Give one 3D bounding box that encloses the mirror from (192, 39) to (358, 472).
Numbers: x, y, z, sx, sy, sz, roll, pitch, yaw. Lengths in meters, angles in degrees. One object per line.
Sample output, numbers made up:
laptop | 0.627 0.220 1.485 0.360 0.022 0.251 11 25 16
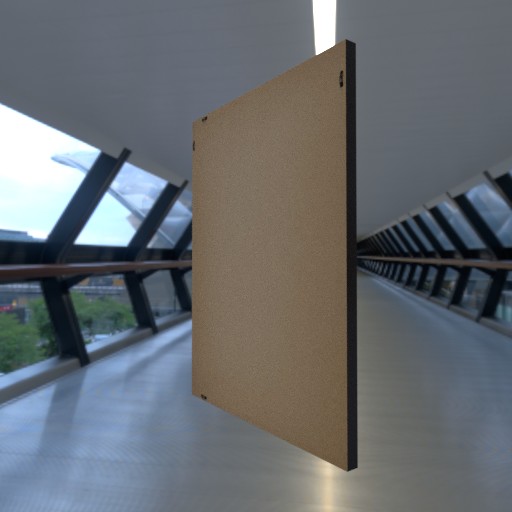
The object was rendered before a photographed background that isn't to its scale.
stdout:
mirror | 0.000 0.000 1.356 0.041 1.016 0.762 1 -1 -36
